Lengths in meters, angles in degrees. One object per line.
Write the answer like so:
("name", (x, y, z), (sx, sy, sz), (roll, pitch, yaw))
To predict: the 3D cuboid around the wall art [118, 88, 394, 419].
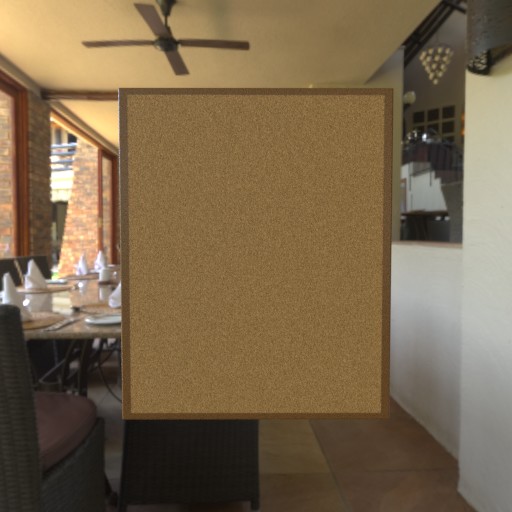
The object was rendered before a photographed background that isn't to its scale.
("wall art", (0.000, 0.000, 0.743), (0.449, 0.550, 0.021), (0, 2, 0))
